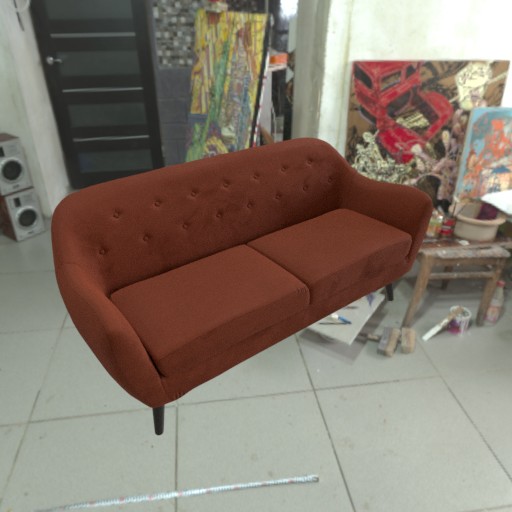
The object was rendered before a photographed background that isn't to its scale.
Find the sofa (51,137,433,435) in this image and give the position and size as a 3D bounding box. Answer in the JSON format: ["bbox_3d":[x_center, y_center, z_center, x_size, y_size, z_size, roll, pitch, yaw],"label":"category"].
[{"bbox_3d":[0.000,0.000,2.245,1.840,0.836,0.820,-21,37,-32],"label":"sofa"}]
